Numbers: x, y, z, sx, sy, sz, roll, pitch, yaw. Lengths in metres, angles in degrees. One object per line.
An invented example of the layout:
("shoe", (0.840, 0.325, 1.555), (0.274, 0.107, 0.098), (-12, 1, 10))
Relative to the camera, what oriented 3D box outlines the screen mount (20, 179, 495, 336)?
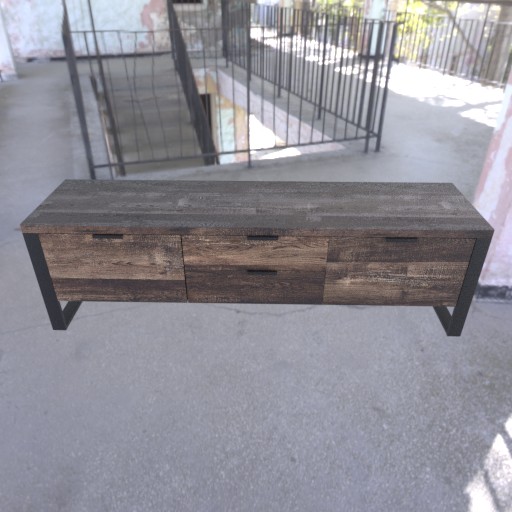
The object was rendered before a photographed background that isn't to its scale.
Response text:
("screen mount", (0.000, 0.000, 1.698), (1.524, 0.450, 0.395), (1, 32, 1))
